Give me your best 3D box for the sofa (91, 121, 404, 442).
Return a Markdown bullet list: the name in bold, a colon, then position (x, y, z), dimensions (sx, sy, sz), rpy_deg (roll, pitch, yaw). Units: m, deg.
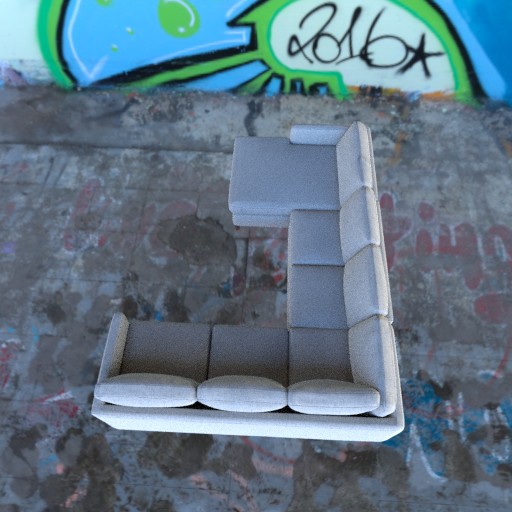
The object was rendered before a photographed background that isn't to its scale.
- **sofa**: position (0.000, 0.000, 4.660), dimensions (2.593, 0.959, 3.460), rpy_deg (2, 59, 1)
